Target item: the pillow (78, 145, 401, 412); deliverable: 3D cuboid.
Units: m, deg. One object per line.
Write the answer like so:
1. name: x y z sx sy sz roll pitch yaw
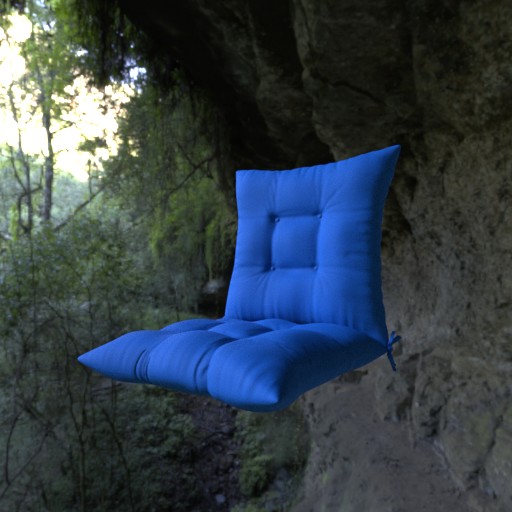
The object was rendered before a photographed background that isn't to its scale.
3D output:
1. pillow: 0.000 0.000 1.009 0.541 0.536 0.585 -1 -1 36
